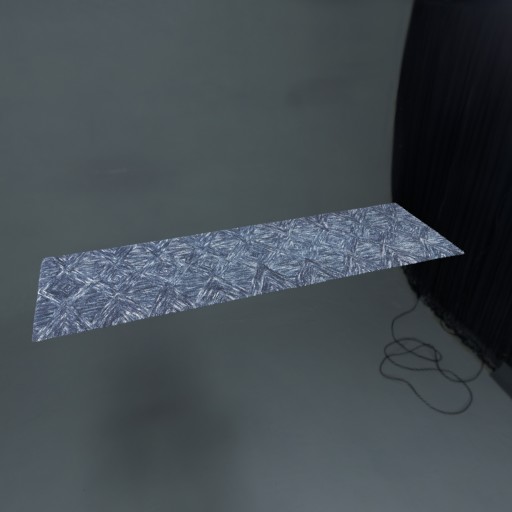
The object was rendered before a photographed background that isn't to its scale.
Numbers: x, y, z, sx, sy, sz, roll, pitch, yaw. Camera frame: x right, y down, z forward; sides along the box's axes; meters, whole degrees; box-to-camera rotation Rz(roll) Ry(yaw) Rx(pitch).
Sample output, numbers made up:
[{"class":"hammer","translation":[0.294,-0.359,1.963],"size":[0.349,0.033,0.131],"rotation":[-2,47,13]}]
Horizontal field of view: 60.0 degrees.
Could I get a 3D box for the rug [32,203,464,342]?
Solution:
[{"class":"rug","translation":[0.000,0.000,2.525],"size":[2.306,0.013,0.719],"rotation":[-10,34,-16]}]
